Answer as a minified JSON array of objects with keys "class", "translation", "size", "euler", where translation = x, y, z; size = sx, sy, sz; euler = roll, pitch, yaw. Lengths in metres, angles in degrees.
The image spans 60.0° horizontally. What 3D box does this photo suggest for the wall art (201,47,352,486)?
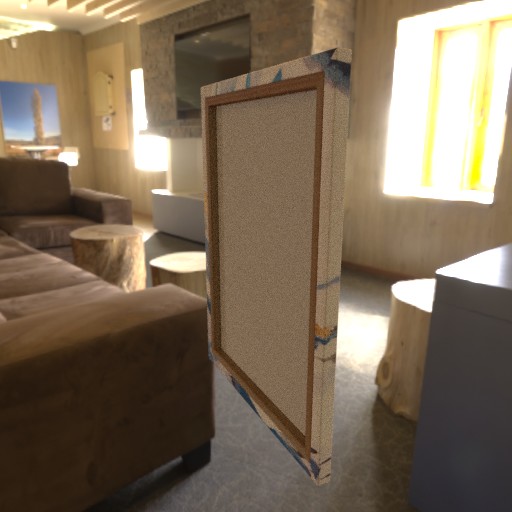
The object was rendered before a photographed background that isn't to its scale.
[{"class":"wall art","translation":[0.000,0.000,1.318],"size":[0.038,1.015,0.761],"euler":[-7,16,-26]}]
